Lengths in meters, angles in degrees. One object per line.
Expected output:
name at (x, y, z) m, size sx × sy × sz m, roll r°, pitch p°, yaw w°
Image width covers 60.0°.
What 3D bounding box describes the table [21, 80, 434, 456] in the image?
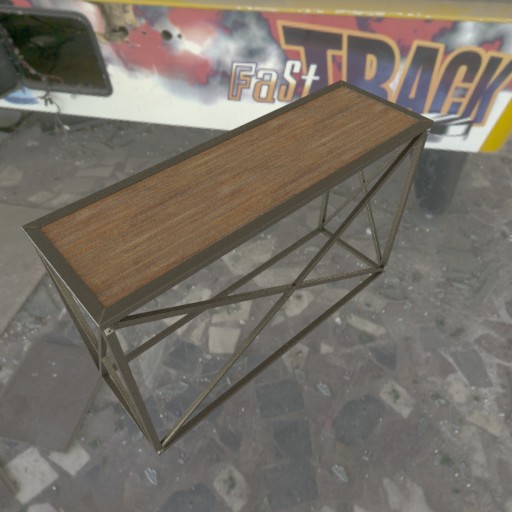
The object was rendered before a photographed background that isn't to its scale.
table at (0.000, 0.000, 1.553) m, size 1.216 × 0.753 × 0.402 m, roll -33°, pitch 55°, yaw -27°
